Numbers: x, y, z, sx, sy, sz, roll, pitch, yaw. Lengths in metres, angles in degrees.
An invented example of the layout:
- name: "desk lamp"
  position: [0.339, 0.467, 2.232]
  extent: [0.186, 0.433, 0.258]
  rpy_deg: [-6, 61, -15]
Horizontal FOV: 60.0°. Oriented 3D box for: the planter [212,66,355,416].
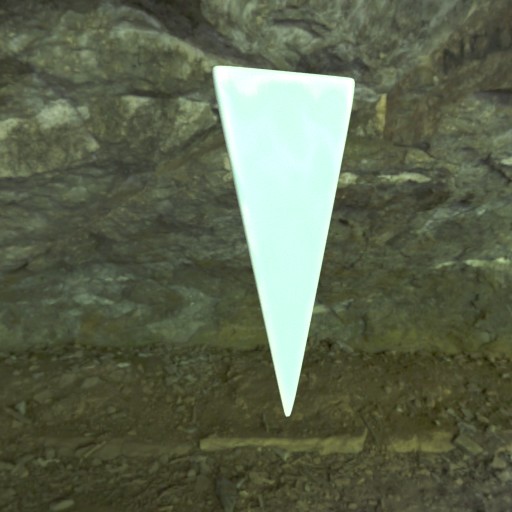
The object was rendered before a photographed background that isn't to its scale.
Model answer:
- name: "planter"
  position: [0.000, 0.000, 0.221]
  extent: [0.080, 0.178, 0.064]
  rpy_deg: [0, 0, 35]
